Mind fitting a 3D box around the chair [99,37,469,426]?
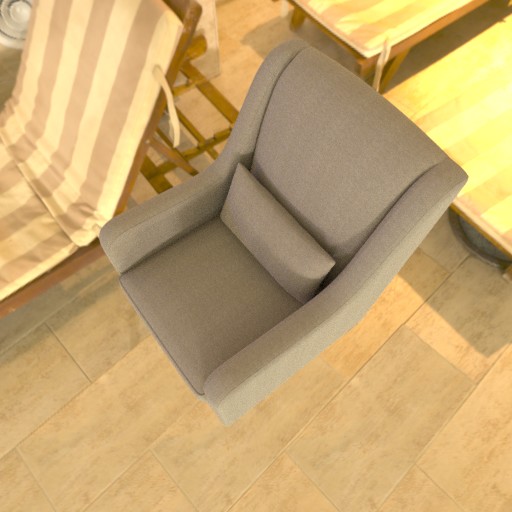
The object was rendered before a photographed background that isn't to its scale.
[{"bbox_3d":[0.000,0.000,1.577,0.890,1.017,0.715,-35,68,-16],"label":"chair"}]
